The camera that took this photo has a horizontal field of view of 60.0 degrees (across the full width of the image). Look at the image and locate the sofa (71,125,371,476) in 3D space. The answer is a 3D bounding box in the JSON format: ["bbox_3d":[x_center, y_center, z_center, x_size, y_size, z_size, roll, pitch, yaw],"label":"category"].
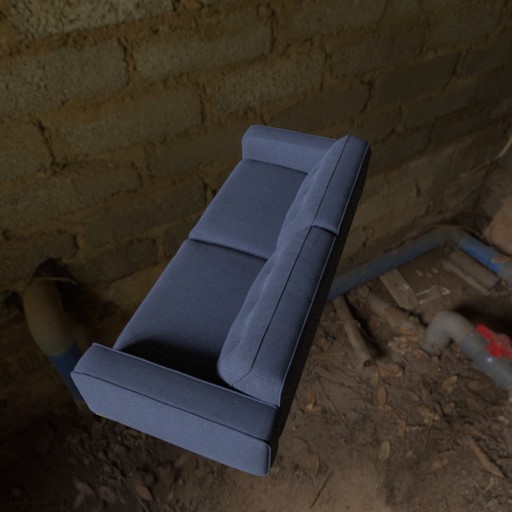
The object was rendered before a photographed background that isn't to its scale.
[{"bbox_3d":[0.000,0.000,2.689,0.953,0.782,2.270,15,48,14],"label":"sofa"}]
